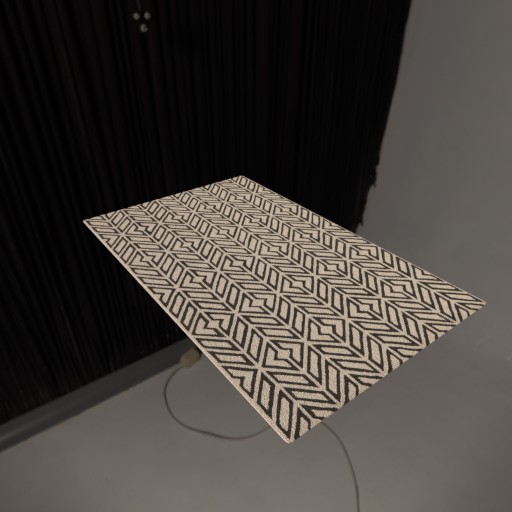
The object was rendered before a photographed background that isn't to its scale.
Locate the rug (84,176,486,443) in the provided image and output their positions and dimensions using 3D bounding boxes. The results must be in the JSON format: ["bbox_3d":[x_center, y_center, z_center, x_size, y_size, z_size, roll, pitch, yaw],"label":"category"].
[{"bbox_3d":[0.000,0.000,3.003,1.523,0.008,2.438,-22,38,-31],"label":"rug"}]
